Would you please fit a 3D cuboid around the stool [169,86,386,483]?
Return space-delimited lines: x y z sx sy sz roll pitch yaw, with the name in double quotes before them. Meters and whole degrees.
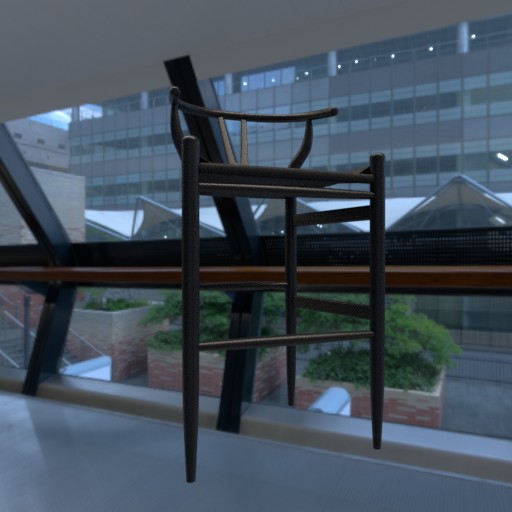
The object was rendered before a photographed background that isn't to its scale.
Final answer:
"stool" 0.000 0.000 1.399 0.569 1.072 0.579 0 0 -20
